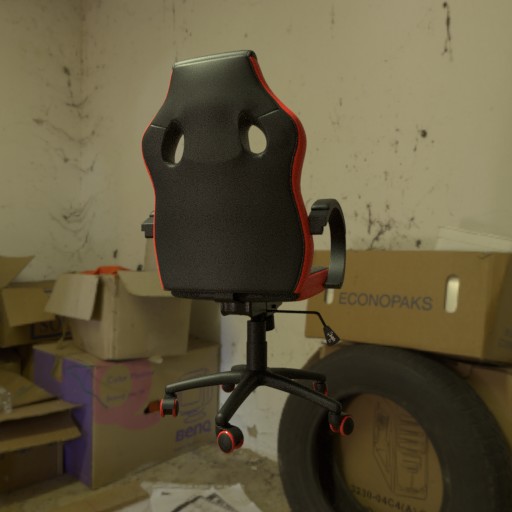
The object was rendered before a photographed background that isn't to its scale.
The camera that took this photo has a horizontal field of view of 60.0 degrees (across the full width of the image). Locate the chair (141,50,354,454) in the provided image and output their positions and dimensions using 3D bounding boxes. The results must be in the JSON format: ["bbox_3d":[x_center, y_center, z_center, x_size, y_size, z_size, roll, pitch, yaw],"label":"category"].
[{"bbox_3d":[0.000,0.000,1.376,0.600,1.016,0.642,0,-1,19],"label":"chair"}]
